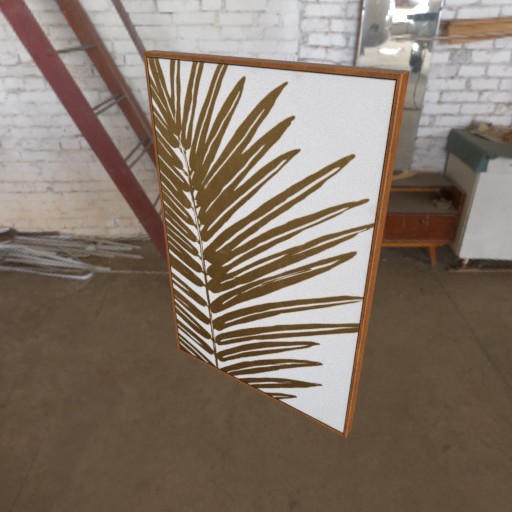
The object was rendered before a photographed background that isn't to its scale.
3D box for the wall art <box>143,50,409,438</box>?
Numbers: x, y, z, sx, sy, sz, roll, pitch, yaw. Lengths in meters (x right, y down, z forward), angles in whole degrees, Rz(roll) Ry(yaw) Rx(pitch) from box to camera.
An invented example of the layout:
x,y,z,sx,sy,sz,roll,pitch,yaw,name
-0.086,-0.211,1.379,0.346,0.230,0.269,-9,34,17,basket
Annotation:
x,y,z,sx,sy,sz,roll,pitch,yaw,name
0.000,0.000,1.121,0.610,0.914,0.037,19,35,29,wall art
